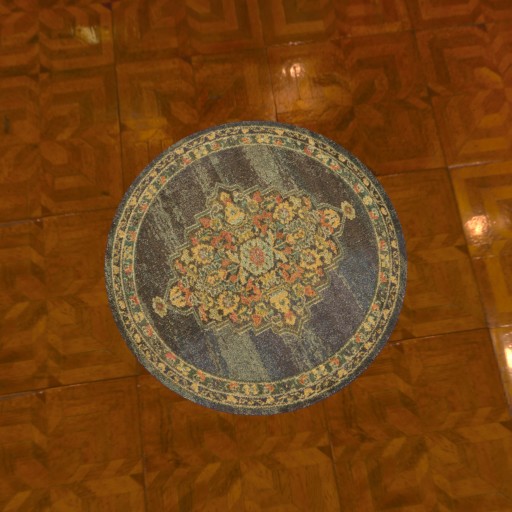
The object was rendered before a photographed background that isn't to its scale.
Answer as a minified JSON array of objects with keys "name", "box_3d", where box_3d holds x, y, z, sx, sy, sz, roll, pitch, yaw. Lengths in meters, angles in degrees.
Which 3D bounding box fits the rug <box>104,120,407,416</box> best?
[{"name":"rug","box_3d":[0.000,0.000,2.335,1.591,0.010,1.591,0,76,0]}]
